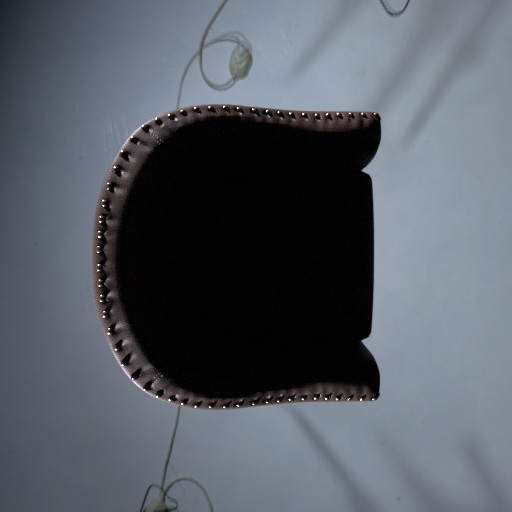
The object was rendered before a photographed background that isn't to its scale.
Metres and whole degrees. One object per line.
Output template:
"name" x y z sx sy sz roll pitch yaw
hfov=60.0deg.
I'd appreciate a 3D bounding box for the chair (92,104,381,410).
"chair" 0.000 0.000 1.420 0.748 0.823 0.794 0 91 1
